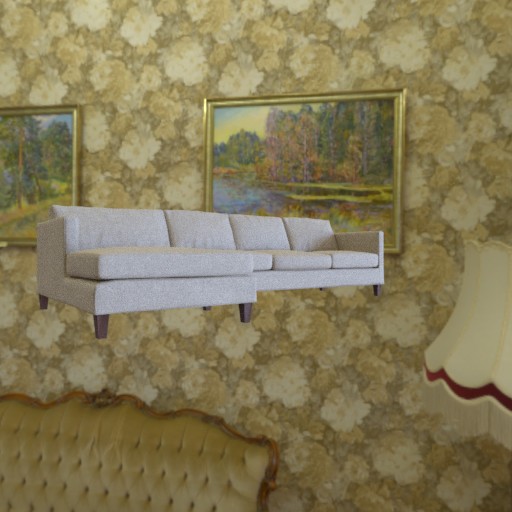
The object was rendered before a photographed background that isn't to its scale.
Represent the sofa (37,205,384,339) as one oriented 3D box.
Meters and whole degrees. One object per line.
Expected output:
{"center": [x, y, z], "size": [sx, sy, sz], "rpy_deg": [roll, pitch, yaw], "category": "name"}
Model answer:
{"center": [0.000, 0.000, 3.822], "size": [3.186, 0.846, 1.625], "rpy_deg": [0, 0, -36], "category": "sofa"}
